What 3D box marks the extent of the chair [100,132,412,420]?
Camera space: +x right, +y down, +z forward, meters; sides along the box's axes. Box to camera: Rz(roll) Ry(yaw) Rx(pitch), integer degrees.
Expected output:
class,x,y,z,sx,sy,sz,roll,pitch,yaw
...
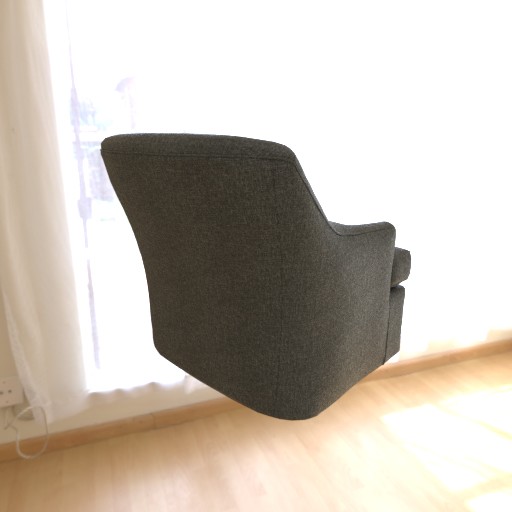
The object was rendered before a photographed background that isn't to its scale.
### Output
class,x,y,z,sx,sy,sz,roll,pitch,yaw
chair,0.000,0.000,1.602,0.864,0.856,0.923,14,21,43
